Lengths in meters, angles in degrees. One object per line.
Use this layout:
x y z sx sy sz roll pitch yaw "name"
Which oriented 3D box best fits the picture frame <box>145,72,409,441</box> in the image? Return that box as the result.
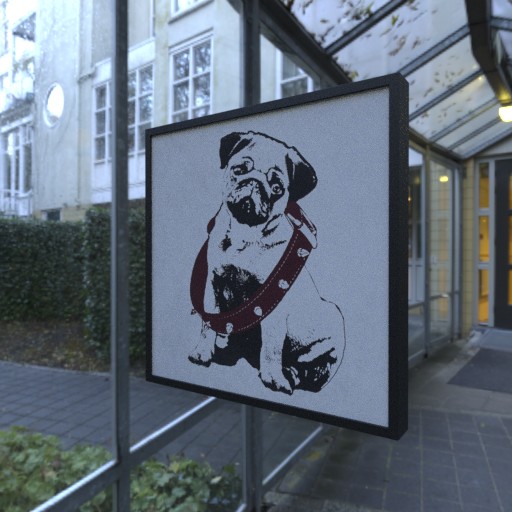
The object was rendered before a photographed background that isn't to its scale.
0.000 0.000 0.482 0.317 0.317 0.030 0 1 34 "picture frame"
